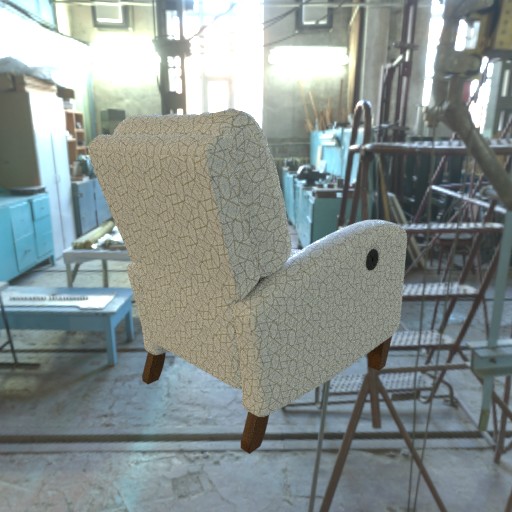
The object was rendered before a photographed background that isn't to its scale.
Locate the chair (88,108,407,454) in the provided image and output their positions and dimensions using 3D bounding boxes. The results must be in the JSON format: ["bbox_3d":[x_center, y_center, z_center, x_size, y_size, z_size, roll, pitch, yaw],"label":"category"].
[{"bbox_3d":[0.000,0.000,1.746,0.796,1.064,0.995,14,21,42],"label":"chair"}]
